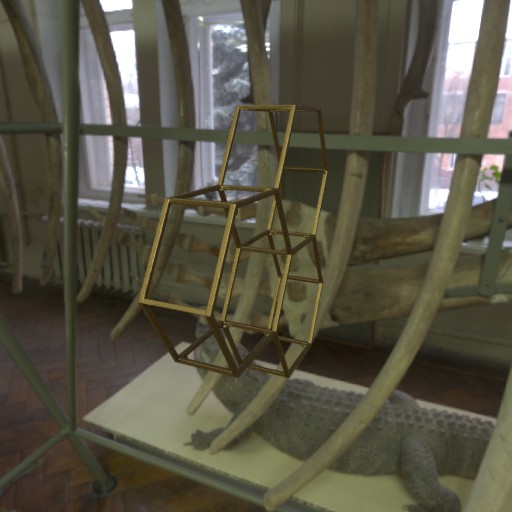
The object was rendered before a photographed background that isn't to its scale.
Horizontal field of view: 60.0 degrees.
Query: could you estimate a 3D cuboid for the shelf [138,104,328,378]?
[{"bbox_3d":[0.000,0.000,1.082,0.150,0.701,0.708,7,18,23],"label":"shelf"}]
